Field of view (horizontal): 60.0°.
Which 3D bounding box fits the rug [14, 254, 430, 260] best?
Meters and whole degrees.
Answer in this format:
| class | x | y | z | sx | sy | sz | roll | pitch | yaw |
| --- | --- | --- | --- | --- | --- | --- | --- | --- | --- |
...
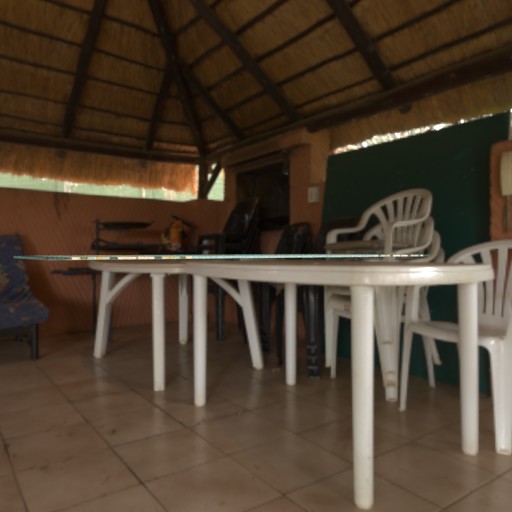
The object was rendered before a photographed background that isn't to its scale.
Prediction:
| class | x | y | z | sx | sy | sz | roll | pitch | yaw |
| --- | --- | --- | --- | --- | --- | --- | --- | --- | --- |
| rug | 0.000 | 0.000 | 2.627 | 2.441 | 0.010 | 0.744 | 0 | 1 | -37 |
